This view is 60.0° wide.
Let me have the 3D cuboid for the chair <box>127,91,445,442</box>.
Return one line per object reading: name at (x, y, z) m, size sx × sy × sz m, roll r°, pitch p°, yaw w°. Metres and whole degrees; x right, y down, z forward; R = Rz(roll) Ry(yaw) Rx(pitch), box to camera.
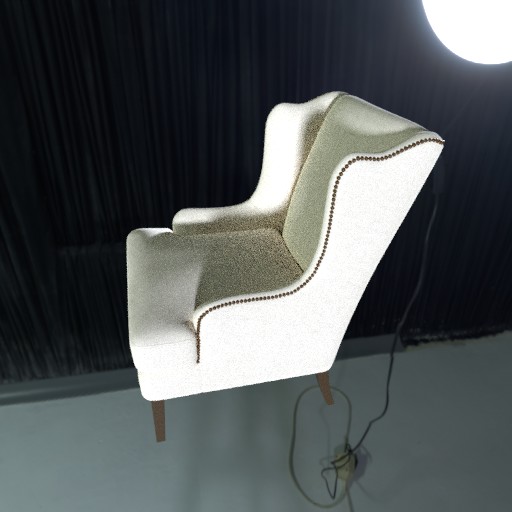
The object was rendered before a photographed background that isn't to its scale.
chair at (0.000, 0.000, 1.642) m, size 0.940 × 1.029 × 0.737 m, roll -8°, pitch 32°, yaw -13°
